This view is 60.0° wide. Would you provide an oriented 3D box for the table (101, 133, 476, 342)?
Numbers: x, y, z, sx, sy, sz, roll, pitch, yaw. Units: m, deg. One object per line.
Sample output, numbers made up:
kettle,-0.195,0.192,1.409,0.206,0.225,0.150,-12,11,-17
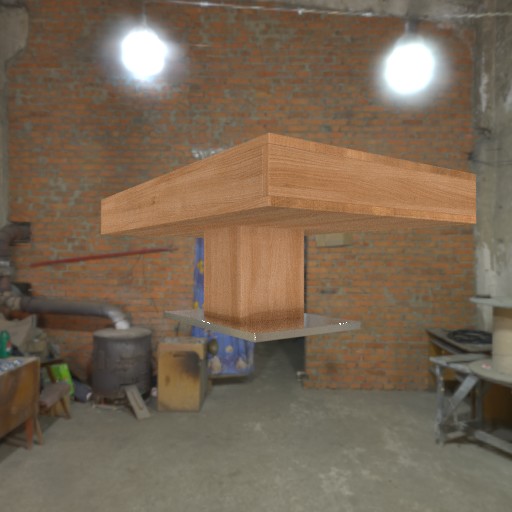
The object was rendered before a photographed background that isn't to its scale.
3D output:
table,0.000,0.000,1.460,0.700,0.440,1.100,0,-1,-35
